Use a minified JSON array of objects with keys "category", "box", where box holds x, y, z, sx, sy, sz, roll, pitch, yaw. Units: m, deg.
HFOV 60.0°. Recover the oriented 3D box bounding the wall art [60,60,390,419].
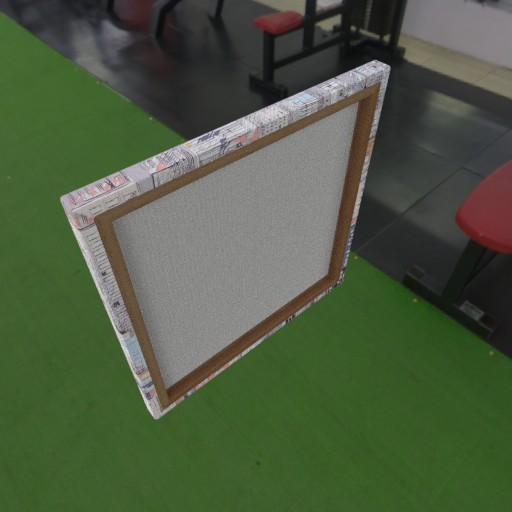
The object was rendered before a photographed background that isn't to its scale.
[{"category":"wall art","box":[0.000,0.000,1.118,0.761,0.762,0.048,-32,55,-26]}]
